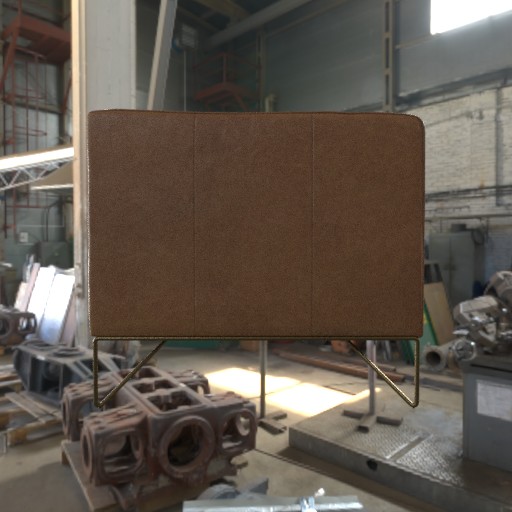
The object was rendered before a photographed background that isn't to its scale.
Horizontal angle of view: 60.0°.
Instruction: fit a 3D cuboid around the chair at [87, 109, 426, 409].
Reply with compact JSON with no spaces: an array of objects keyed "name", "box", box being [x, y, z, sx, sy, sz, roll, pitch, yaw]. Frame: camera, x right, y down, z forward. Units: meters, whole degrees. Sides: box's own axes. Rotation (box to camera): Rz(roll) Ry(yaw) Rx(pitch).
[{"name":"chair","box":[0.000,0.000,1.615,0.912,0.797,0.920,0,1,0]}]
